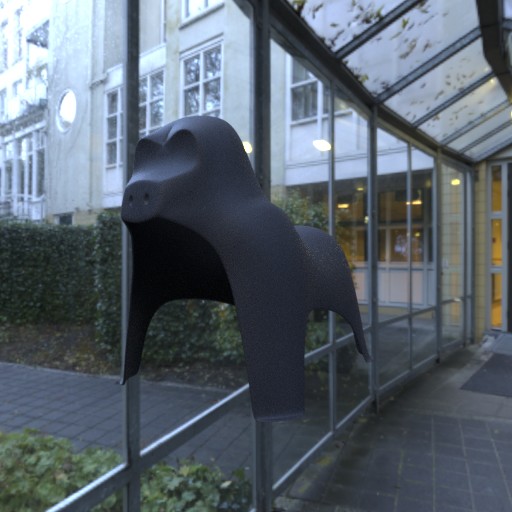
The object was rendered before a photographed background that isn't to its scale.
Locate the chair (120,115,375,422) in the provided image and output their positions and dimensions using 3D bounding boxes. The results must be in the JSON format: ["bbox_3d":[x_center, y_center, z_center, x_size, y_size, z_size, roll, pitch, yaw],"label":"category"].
[{"bbox_3d":[0.000,0.000,1.126,0.490,0.600,0.758,0,0,35],"label":"chair"}]
